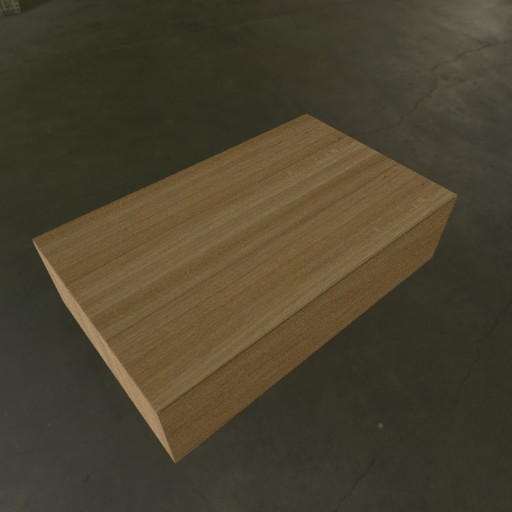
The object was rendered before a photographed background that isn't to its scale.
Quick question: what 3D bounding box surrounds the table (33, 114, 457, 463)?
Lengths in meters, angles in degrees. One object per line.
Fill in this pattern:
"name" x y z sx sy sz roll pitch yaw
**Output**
"table" 0.000 0.000 1.467 1.110 0.353 0.678 -32 54 -27
